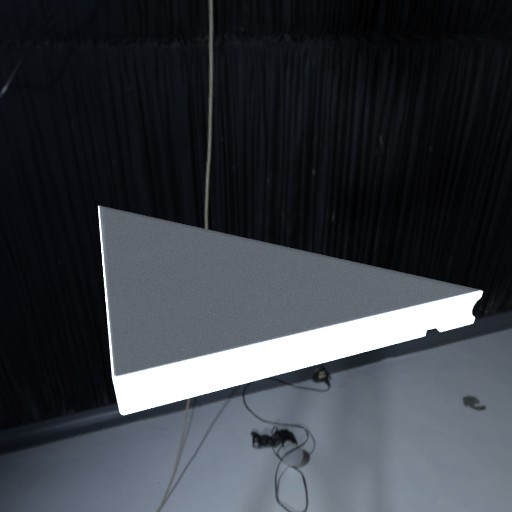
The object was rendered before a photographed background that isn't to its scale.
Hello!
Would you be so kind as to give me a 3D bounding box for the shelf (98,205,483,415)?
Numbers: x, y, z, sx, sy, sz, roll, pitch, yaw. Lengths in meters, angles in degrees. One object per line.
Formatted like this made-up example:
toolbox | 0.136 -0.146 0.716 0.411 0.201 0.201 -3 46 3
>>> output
shelf | 0.000 0.000 0.452 0.296 0.035 0.296 -10 31 -17
